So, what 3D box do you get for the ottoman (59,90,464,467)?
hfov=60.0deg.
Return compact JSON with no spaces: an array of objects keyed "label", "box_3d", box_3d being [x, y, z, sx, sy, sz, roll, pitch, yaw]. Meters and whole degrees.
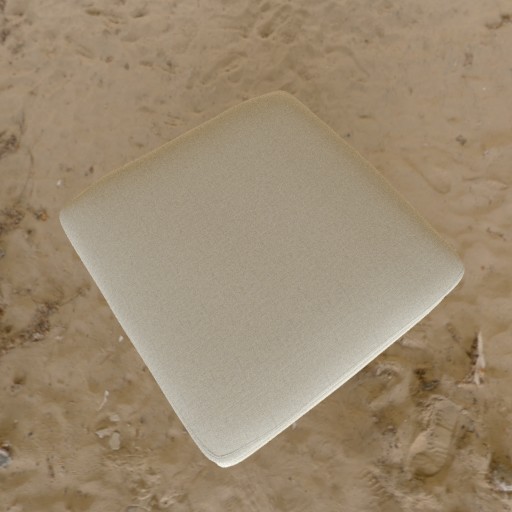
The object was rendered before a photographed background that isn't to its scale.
[{"label":"ottoman","box_3d":[0.000,0.000,1.526,0.977,0.467,0.996,-33,68,-15]}]
